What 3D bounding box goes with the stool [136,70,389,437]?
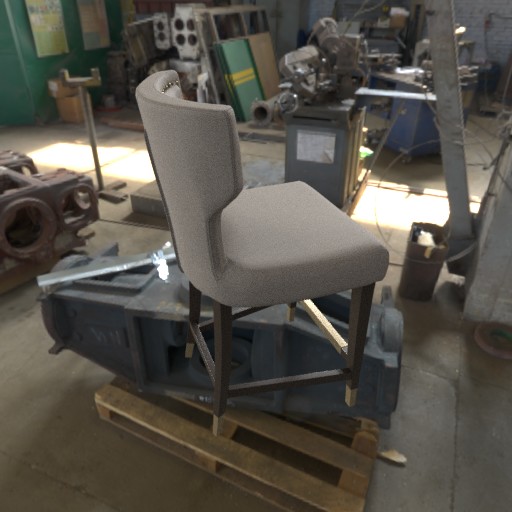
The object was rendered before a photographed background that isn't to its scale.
[{"bbox_3d":[0.000,0.000,1.311,0.563,0.982,0.527,-11,33,-18],"label":"stool"}]
